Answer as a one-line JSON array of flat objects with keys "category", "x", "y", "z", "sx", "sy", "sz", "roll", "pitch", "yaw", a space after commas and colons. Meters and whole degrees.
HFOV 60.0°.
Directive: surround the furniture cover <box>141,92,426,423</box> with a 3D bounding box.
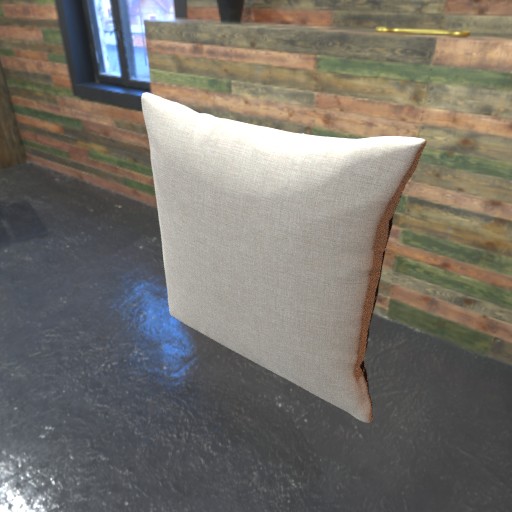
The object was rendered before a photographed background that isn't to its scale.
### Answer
[{"category": "furniture cover", "x": 0.000, "y": 0.000, "z": 0.795, "sx": 0.517, "sy": 0.508, "sz": 0.158, "roll": 21, "pitch": 37, "yaw": 31}]
